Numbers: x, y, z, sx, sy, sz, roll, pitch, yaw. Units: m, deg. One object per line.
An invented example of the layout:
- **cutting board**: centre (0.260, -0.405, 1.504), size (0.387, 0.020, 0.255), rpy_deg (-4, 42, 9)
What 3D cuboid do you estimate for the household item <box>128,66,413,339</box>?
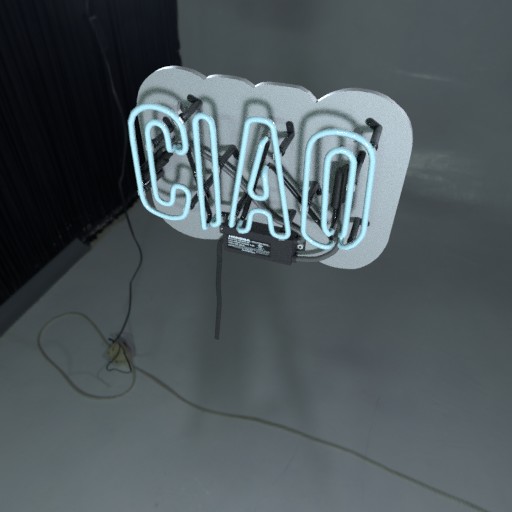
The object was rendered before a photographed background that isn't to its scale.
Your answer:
- **household item**: centre (0.000, 0.000, 0.387), size (0.211, 0.294, 0.042), rpy_deg (13, 43, 14)
